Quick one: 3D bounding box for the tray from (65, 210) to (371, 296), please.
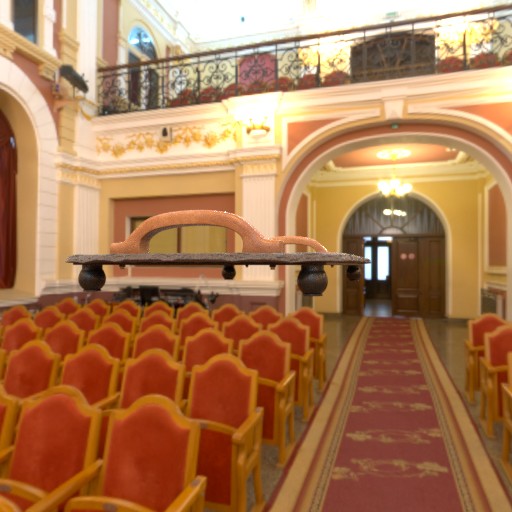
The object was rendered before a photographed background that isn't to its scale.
[{"bbox_3d":[0.000,0.000,0.479,0.231,0.062,0.387,0,-1,18],"label":"tray"}]
